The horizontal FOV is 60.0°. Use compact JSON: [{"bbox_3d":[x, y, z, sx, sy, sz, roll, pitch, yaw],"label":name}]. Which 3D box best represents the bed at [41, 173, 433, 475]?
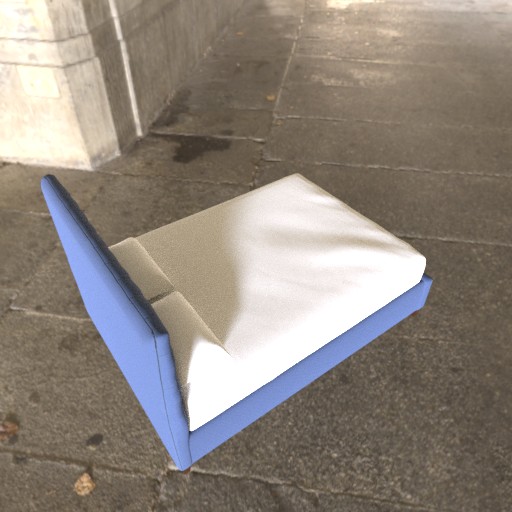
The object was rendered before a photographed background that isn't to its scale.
[{"bbox_3d":[0.000,0.000,3.423,2.387,1.427,1.706,-26,48,-26],"label":"bed"}]
